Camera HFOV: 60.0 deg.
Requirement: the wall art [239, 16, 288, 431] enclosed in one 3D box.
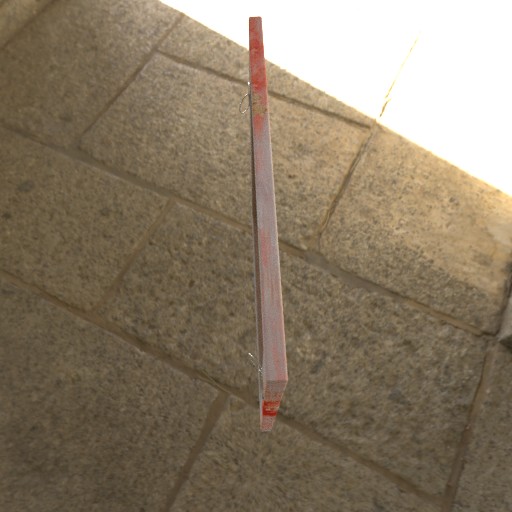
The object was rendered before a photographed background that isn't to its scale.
[{"bbox_3d":[0.000,0.000,1.283,0.066,0.878,0.878,-2,64,-1],"label":"wall art"}]
